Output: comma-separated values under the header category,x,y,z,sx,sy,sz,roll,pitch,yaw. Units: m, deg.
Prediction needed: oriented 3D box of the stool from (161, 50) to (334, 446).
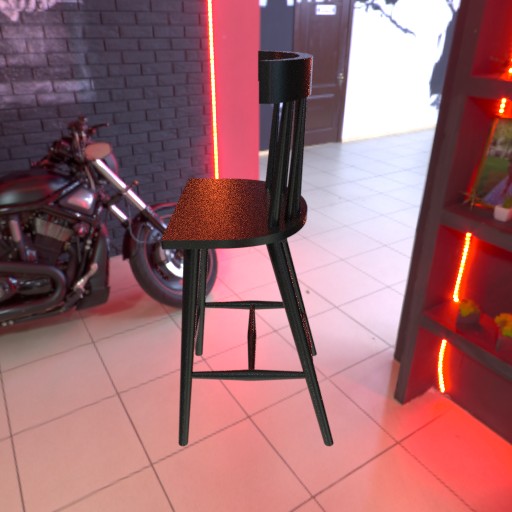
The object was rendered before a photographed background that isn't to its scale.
category,x,y,z,sx,sy,sz,roll,pitch,yaw
stool,0.000,0.000,1.320,0.483,1.092,0.482,0,27,0
